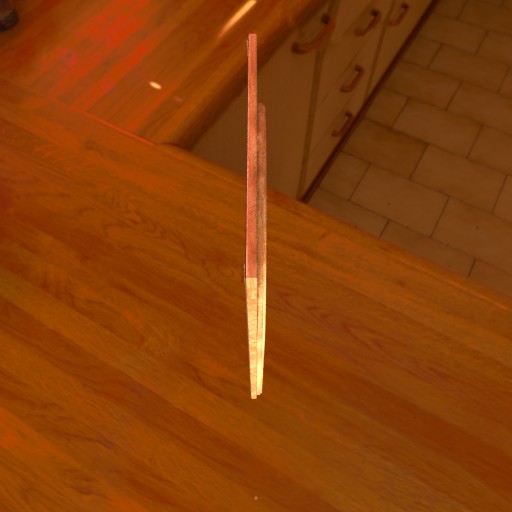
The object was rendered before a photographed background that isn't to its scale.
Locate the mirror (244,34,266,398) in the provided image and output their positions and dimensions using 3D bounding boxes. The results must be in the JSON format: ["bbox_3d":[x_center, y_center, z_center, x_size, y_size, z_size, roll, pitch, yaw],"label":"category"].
[{"bbox_3d":[0.000,0.000,1.034,0.058,0.787,0.495,0,61,0],"label":"mirror"}]
